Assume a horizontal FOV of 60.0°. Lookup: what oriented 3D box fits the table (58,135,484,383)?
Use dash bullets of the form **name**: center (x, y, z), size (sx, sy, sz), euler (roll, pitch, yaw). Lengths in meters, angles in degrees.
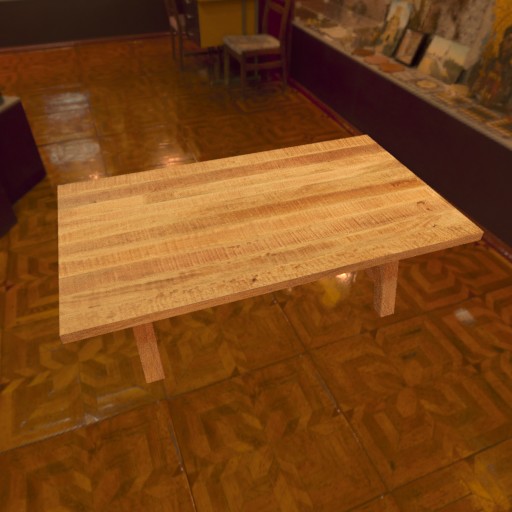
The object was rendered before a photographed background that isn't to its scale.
- **table**: center (0.000, 0.000, 1.710), size (1.320, 0.455, 0.760), euler (-13, 42, -14)
